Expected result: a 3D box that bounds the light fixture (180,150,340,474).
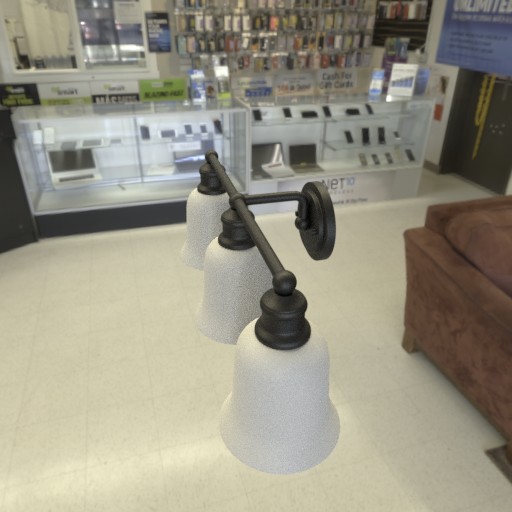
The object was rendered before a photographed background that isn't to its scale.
[{"bbox_3d":[0.000,0.000,0.666,0.198,0.211,0.570,-7,30,-13],"label":"light fixture"}]
